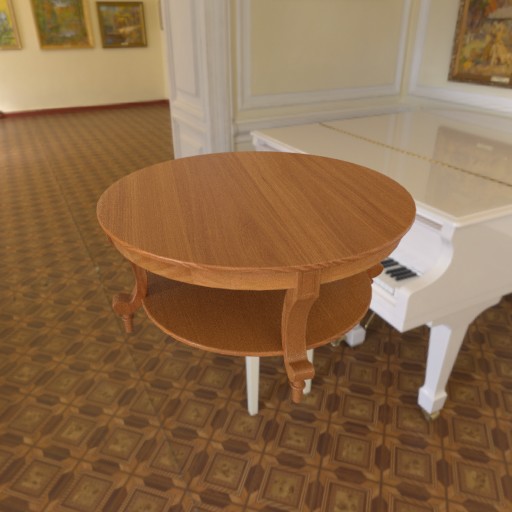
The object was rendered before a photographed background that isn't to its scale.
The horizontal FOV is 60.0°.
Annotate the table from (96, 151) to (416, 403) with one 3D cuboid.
[{"bbox_3d":[0.000,0.000,1.603,1.029,0.490,1.029,0,28,0],"label":"table"}]
